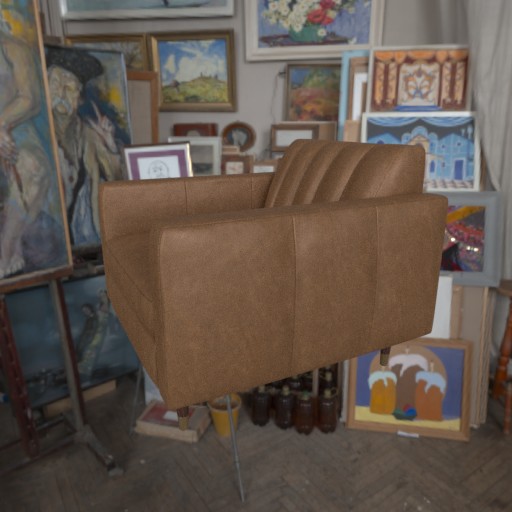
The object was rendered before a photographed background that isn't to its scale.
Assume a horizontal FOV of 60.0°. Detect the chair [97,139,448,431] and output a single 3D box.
[{"bbox_3d":[0.000,0.000,1.664,0.998,0.819,0.953,-9,19,-26],"label":"chair"}]
